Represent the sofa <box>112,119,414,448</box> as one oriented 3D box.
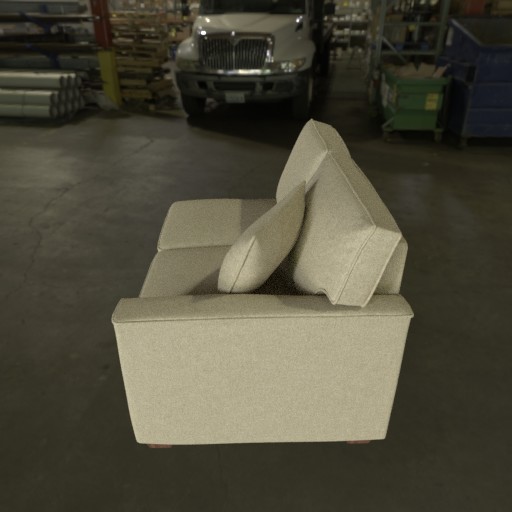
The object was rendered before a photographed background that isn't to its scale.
[{"bbox_3d":[0.000,0.000,2.080,0.991,0.989,1.388,-1,29,-1],"label":"sofa"}]
